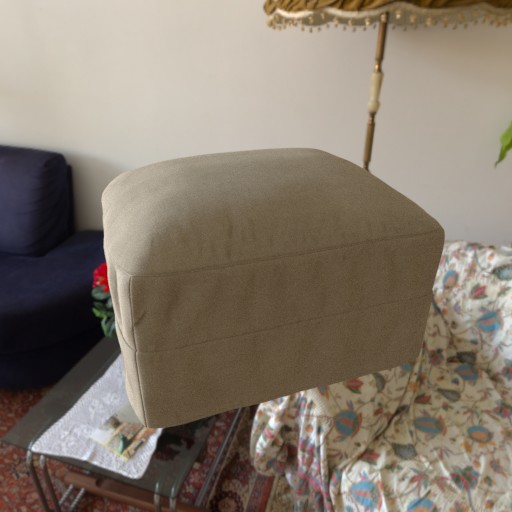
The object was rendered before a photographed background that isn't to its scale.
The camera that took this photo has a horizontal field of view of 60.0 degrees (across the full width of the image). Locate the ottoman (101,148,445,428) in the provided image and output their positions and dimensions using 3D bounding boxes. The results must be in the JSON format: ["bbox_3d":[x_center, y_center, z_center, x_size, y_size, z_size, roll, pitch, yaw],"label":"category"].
[{"bbox_3d":[0.000,0.000,1.110,0.712,0.480,0.584,-9,29,-17],"label":"ottoman"}]
